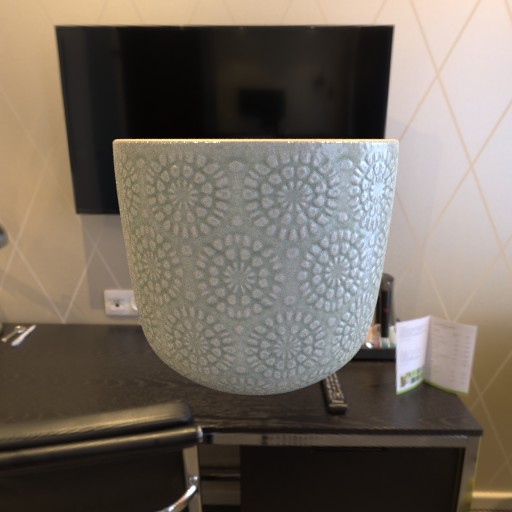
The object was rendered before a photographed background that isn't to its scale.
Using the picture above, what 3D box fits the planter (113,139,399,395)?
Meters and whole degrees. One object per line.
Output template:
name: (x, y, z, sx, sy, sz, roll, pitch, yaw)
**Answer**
planter: (0.000, 0.000, 0.214, 0.124, 0.109, 0.124, 0, 15, 0)
